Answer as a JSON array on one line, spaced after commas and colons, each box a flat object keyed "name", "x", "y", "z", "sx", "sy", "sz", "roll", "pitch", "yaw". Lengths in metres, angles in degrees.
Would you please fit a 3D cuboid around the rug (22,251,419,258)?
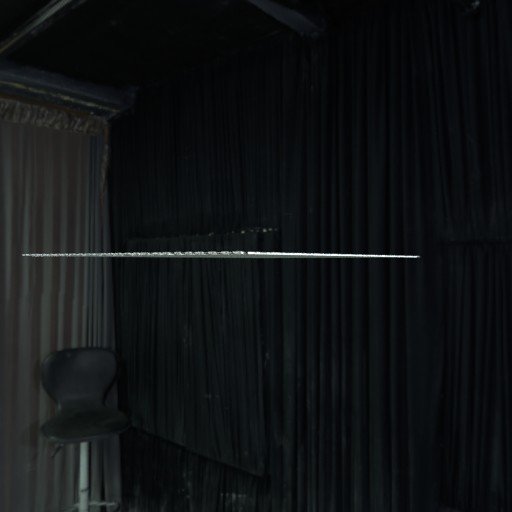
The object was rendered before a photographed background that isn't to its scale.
[{"name": "rug", "x": 0.000, "y": 0.000, "z": 3.033, "sx": 1.539, "sy": 0.011, "sz": 2.410, "roll": 0, "pitch": -1, "yaw": 35}]
